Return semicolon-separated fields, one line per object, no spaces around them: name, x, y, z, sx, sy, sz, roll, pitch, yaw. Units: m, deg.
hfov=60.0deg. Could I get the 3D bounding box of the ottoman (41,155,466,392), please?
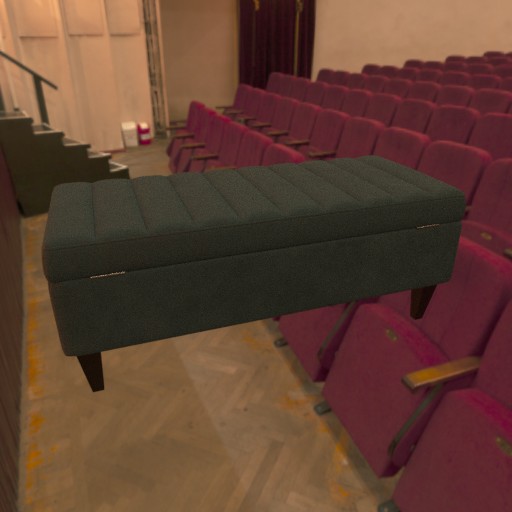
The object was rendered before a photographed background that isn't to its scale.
ottoman;0.000;0.000;1.398;1.151;0.469;0.482;-9;28;-17
